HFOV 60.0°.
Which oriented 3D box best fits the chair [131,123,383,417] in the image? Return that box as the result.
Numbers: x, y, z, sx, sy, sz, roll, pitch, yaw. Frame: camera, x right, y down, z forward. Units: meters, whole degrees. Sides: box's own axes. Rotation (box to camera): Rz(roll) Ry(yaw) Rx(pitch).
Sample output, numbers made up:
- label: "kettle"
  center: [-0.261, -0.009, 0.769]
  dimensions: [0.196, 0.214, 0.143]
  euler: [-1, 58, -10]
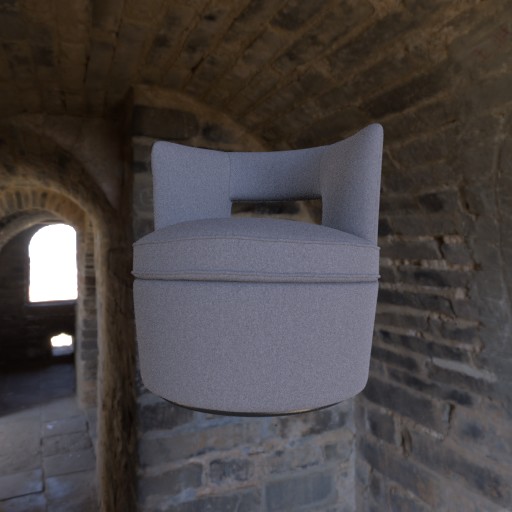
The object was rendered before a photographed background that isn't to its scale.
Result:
- label: "chair"
  center: [0.000, 0.000, 1.256]
  dimensions: [0.689, 0.719, 0.660]
  euler: [0, 1, 17]
